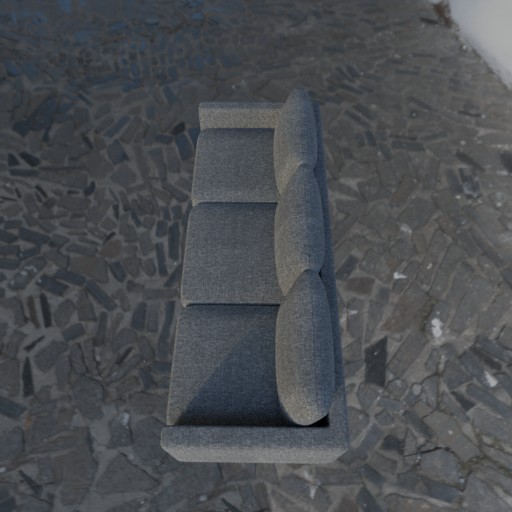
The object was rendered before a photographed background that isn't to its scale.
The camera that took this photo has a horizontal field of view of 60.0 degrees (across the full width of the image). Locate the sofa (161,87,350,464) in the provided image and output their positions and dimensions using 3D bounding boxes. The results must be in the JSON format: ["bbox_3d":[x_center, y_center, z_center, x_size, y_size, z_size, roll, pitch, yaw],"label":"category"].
[{"bbox_3d":[0.000,0.000,2.677,0.859,0.874,2.218,1,59,0],"label":"sofa"}]
